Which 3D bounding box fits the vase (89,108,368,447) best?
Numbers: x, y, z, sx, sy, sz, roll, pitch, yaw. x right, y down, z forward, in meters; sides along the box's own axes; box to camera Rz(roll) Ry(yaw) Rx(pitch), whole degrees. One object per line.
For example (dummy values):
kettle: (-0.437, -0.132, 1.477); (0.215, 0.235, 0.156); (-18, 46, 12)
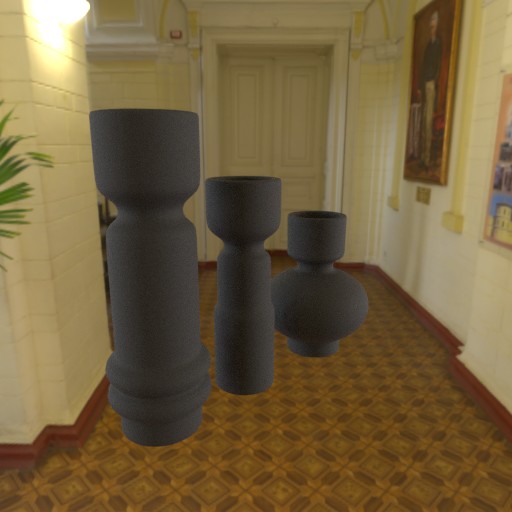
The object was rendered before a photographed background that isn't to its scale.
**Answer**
vase: (0.000, 0.000, 0.420); (0.120, 0.249, 0.307); (13, 19, 43)
